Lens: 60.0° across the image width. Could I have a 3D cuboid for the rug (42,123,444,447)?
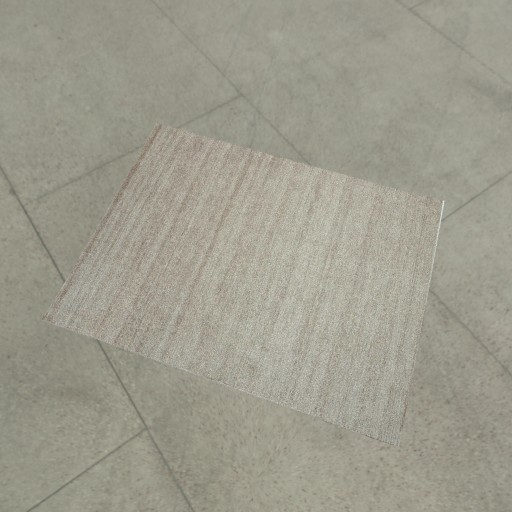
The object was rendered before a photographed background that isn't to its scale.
[{"bbox_3d":[0.000,0.000,4.191,3.202,0.045,2.434,17,64,9],"label":"rug"}]
